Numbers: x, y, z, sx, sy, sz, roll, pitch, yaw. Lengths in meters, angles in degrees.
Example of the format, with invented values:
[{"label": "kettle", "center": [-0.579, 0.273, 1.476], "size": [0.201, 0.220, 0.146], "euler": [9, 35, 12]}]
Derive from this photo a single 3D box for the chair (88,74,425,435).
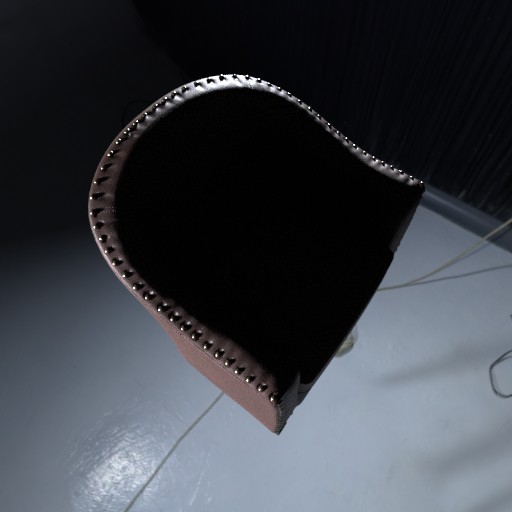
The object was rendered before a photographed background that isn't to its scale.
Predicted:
[{"label": "chair", "center": [0.000, 0.000, 1.428], "size": [0.748, 0.823, 0.794], "euler": [32, 64, 18]}]
